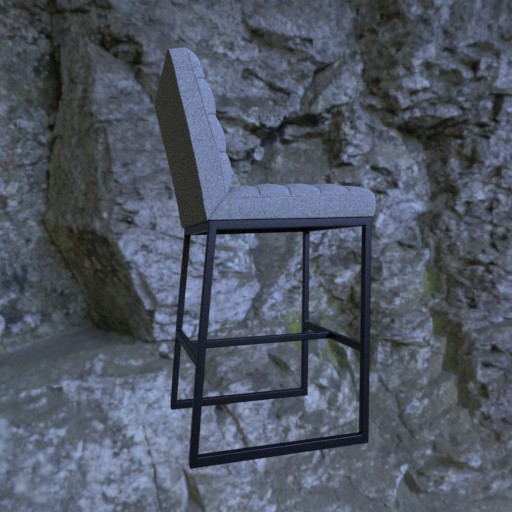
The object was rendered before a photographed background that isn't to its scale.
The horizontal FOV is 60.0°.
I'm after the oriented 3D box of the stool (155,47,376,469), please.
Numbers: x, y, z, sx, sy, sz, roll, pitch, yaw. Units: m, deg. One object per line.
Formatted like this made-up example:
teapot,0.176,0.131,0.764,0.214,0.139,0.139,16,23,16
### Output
stool,0.000,0.000,1.353,0.571,1.034,0.459,0,1,-17
